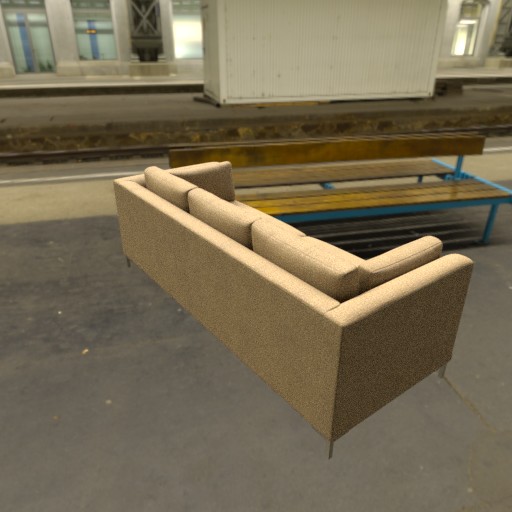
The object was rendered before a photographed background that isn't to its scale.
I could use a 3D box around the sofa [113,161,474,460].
[{"bbox_3d":[0.000,0.000,2.955,0.969,0.867,2.415,-18,32,-32],"label":"sofa"}]
